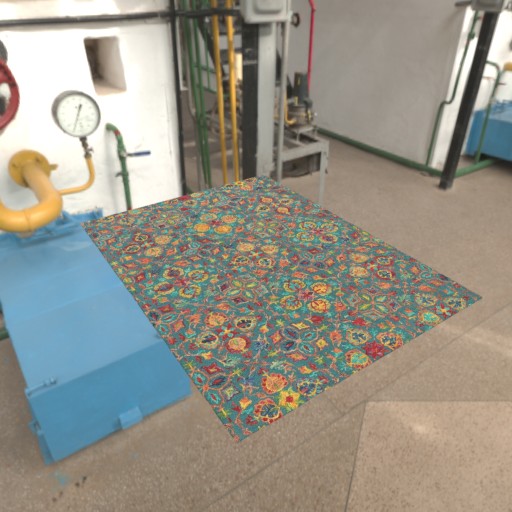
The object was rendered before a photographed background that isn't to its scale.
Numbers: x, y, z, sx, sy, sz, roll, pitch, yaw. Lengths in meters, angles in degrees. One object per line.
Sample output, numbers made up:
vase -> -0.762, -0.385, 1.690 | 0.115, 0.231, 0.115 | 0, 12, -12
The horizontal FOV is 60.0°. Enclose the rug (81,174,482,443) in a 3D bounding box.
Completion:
rug -> 0.000, 0.000, 4.259 | 2.434, 0.025, 3.204 | -20, 38, -28
